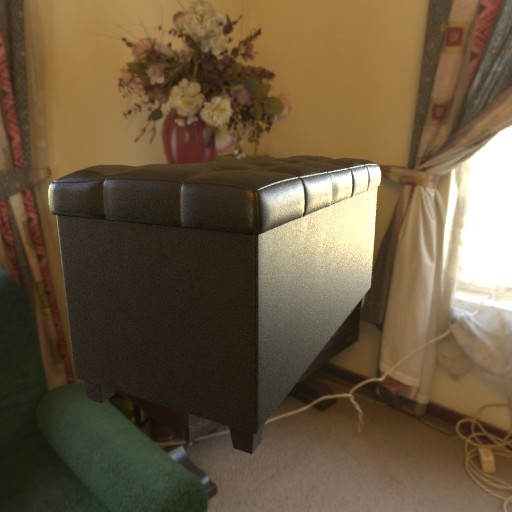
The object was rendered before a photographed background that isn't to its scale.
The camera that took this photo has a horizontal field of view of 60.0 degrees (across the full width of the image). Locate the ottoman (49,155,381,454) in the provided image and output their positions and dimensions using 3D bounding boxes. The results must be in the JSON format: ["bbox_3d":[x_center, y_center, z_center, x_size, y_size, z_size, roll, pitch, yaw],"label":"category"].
[{"bbox_3d":[0.000,0.000,1.097,0.432,0.470,0.838,7,16,26],"label":"ottoman"}]
